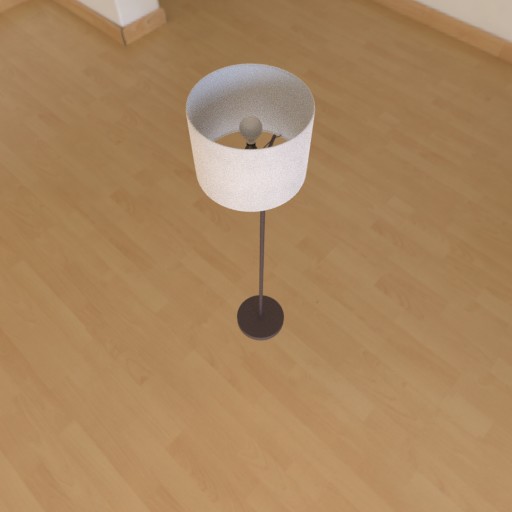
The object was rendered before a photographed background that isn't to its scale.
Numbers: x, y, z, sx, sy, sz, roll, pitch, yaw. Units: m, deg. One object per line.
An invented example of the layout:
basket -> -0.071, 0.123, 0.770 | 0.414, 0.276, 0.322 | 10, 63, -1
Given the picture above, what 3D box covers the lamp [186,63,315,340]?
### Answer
lamp -> 0.000, 0.000, 1.813 | 0.324, 1.600, 0.416 | 15, 60, 9
